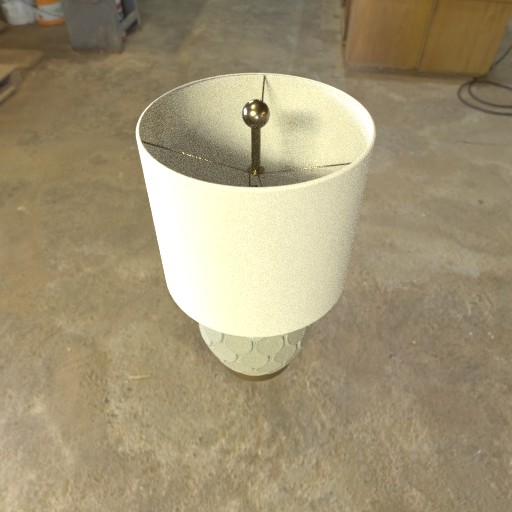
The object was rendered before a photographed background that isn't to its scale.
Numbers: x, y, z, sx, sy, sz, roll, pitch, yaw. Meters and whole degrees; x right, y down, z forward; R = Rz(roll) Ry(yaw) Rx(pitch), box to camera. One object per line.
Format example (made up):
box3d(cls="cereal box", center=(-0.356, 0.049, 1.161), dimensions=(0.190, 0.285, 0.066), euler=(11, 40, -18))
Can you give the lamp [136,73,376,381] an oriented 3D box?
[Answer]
box3d(cls="lamp", center=(0.000, 0.000, 0.619), dimensions=(0.254, 0.452, 0.254), euler=(0, 44, 0))
